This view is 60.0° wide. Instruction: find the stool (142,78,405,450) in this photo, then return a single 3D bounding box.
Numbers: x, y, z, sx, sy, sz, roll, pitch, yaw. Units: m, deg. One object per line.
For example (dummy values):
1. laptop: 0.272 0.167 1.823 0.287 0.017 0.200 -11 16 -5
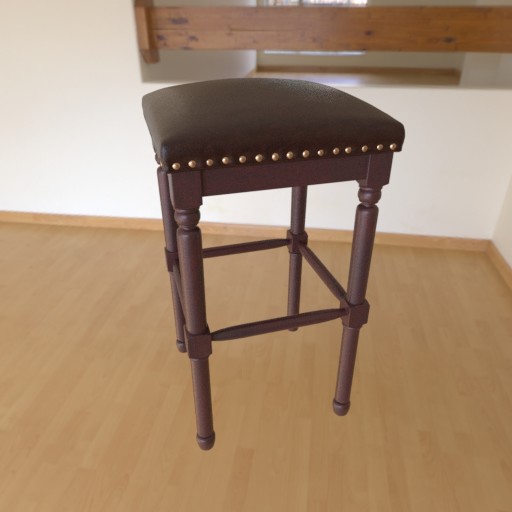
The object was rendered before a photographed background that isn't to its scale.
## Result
1. stool: 0.000 0.000 0.945 0.382 0.702 0.383 -8 31 -14
